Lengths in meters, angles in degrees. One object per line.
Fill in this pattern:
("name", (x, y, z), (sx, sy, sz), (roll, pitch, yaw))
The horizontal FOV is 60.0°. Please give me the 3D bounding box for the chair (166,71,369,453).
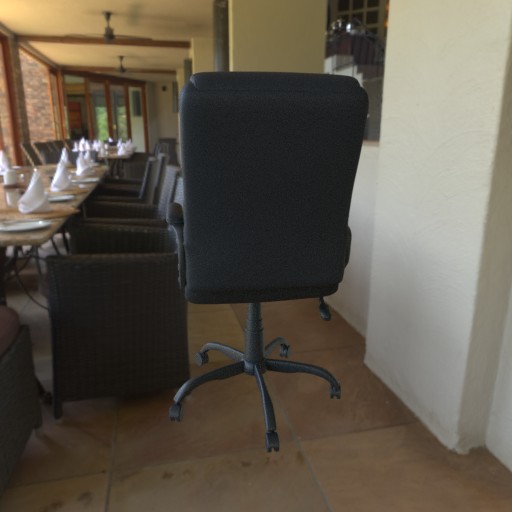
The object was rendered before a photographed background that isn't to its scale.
("chair", (0.000, 0.000, 1.473), (0.615, 1.072, 0.655), (-3, 15, -10))
